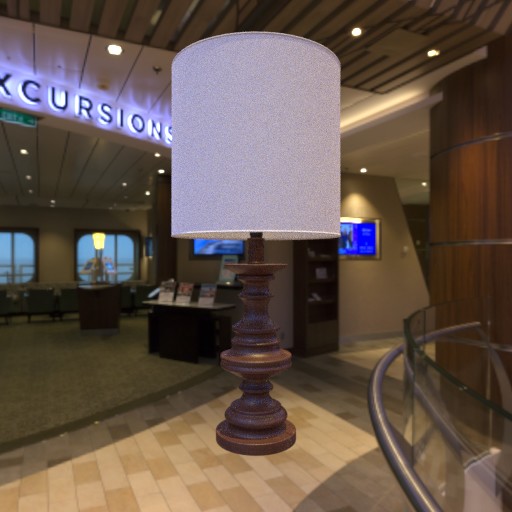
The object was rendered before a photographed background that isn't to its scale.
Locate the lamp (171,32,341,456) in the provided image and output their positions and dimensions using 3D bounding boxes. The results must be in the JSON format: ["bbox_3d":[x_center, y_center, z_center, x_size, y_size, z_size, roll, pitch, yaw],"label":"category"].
[{"bbox_3d":[0.000,0.000,0.554,0.208,0.455,0.208,0,0,18],"label":"lamp"}]
